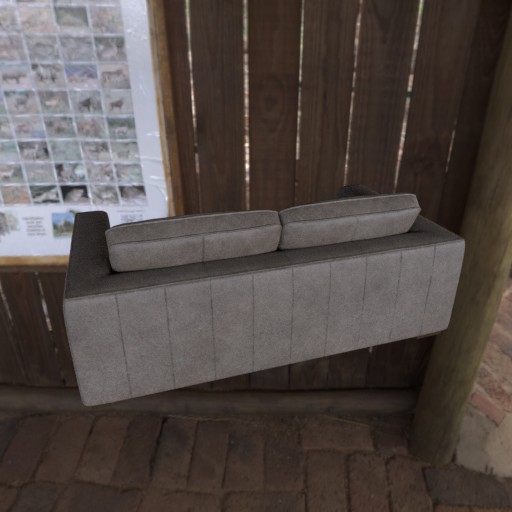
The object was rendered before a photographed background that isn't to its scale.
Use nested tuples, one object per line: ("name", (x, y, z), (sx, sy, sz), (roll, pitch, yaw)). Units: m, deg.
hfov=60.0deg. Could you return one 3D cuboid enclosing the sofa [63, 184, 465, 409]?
("sofa", (0.000, 0.000, 2.482), (1.920, 0.800, 1.070), (-8, 27, -16))
